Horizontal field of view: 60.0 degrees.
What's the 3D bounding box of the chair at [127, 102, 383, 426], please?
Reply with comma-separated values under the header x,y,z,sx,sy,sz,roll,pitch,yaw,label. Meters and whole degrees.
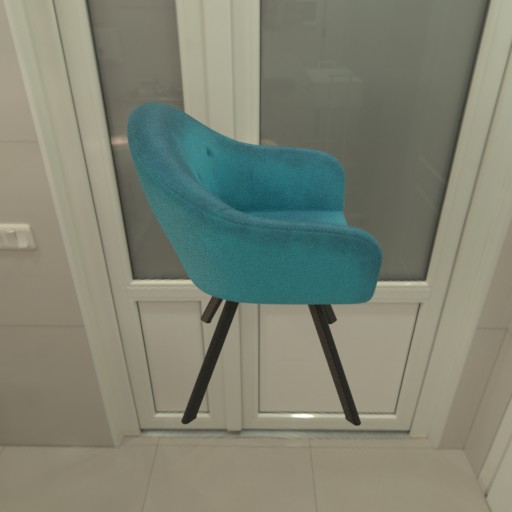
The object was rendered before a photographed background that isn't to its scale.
x,y,z,sx,sy,sz,roll,pitch,yaw,label
0.000,0.000,1.191,0.570,0.780,0.540,0,30,1,chair
